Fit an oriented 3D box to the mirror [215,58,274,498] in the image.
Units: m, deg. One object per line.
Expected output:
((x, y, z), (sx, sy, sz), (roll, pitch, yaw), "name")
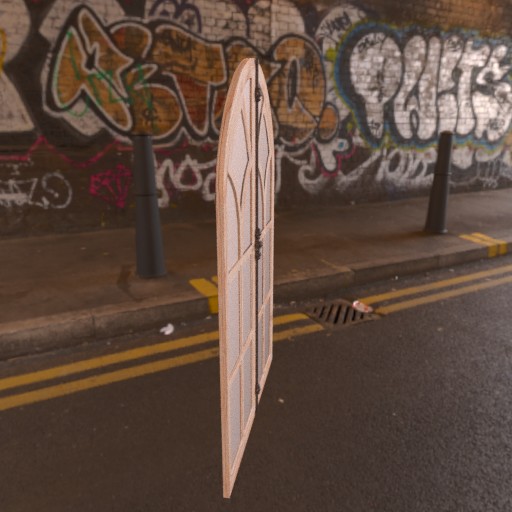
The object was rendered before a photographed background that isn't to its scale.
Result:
((0.000, 0.000, 1.116), (0.032, 0.915, 0.609), (3, 16, 10), "mirror")
